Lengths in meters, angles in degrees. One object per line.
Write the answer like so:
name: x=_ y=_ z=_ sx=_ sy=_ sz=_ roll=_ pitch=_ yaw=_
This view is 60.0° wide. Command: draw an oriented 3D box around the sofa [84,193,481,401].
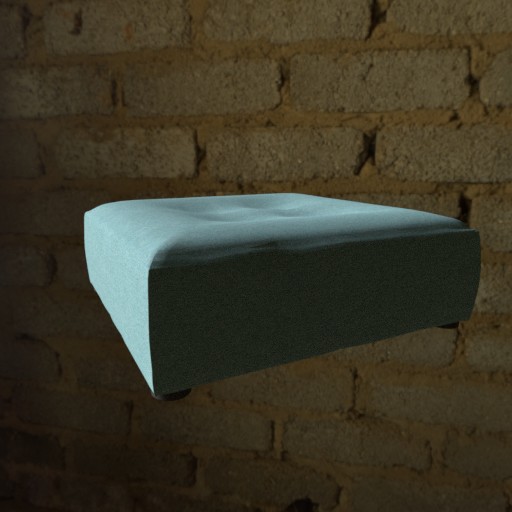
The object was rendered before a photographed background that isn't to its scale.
sofa: x=0.000 y=0.000 z=1.428 sx=0.930 sy=0.330 sz=0.930 roll=-7 pitch=15 yaw=-27
